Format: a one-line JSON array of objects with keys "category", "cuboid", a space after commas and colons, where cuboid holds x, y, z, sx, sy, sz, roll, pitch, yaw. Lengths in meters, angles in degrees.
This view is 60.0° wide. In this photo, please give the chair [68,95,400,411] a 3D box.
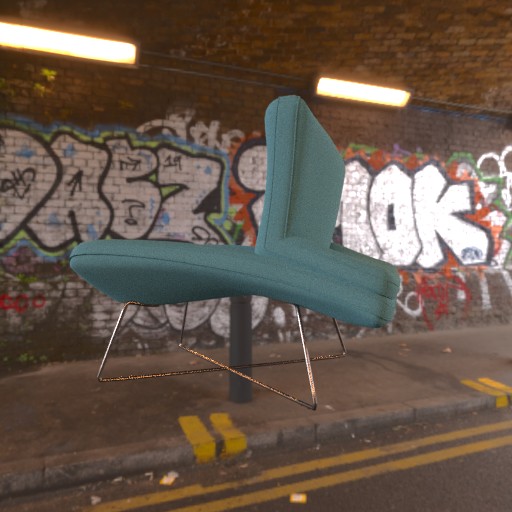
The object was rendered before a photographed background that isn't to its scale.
[{"category": "chair", "cuboid": [0.000, 0.000, 1.628, 1.008, 0.855, 0.859, 0, 0, 18]}]
